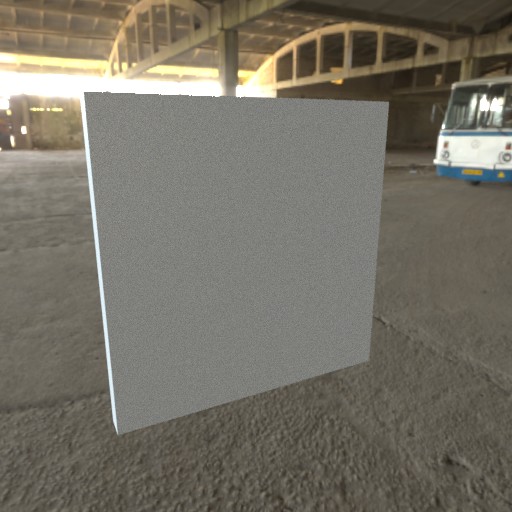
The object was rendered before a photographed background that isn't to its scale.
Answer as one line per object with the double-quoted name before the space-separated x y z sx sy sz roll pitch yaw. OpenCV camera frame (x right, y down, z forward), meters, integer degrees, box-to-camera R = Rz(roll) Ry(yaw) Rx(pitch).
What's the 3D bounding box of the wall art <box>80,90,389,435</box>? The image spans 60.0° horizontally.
"wall art" 0.000 0.000 0.527 0.355 0.355 0.027 -8 18 -26
